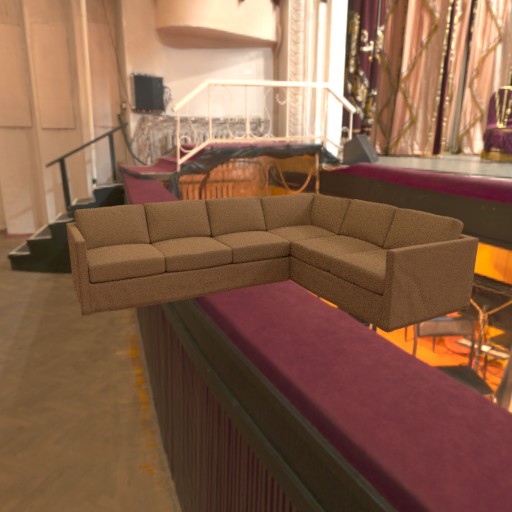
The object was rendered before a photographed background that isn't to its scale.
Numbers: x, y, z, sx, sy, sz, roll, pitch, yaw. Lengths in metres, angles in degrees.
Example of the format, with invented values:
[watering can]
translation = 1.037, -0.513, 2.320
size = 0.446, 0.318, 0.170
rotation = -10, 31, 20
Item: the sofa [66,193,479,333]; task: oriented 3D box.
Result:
[sofa]
translation = 0.000, 0.000, 4.286
size = 3.182, 0.871, 2.432
rotation = -8, 17, -26
